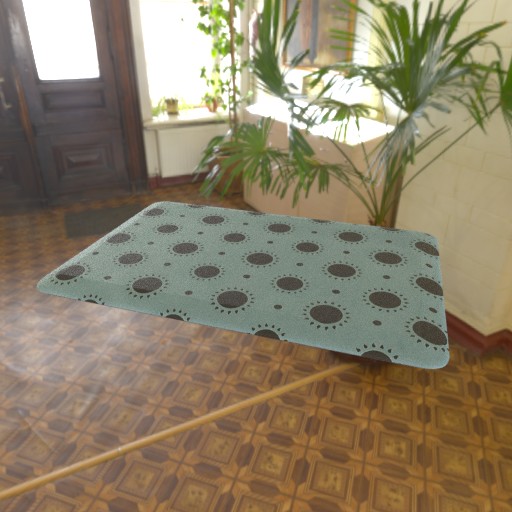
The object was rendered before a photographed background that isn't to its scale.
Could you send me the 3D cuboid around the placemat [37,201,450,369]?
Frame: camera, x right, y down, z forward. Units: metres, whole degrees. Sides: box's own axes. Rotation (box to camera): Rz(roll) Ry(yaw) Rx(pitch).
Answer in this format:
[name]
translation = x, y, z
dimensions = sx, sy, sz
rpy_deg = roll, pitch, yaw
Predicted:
[placemat]
translation = 0.000, 0.000, 0.962
dimensions = 0.762, 0.021, 0.508
rpy_deg = 8, 29, 16
